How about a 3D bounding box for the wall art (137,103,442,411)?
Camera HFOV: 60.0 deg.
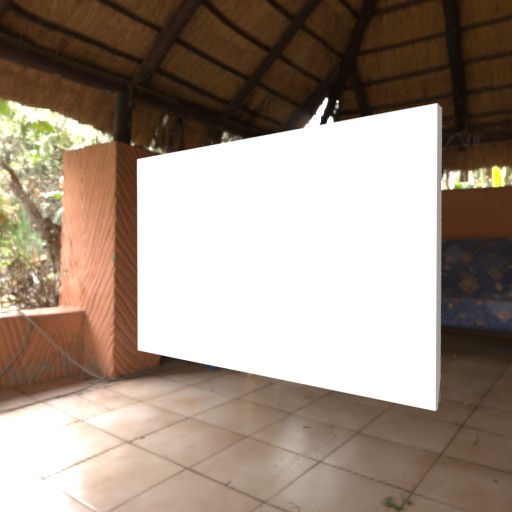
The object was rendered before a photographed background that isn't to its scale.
[{"bbox_3d":[0.000,0.000,1.142,0.898,0.601,0.038,1,1,36],"label":"wall art"}]
